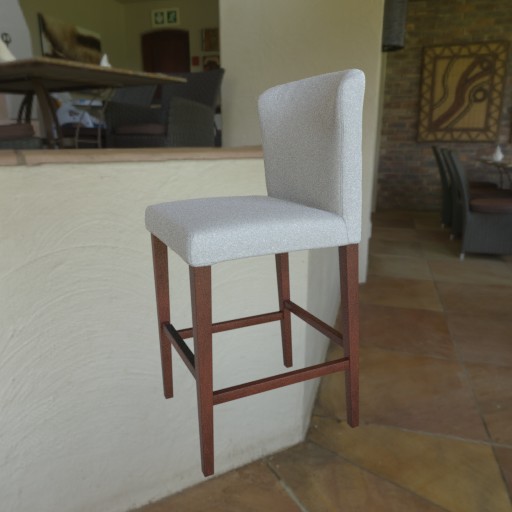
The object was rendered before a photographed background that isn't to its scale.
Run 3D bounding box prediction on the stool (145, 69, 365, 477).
[{"bbox_3d":[0.000,0.000,1.346,0.568,1.069,0.479,-7,17,-25],"label":"stool"}]
